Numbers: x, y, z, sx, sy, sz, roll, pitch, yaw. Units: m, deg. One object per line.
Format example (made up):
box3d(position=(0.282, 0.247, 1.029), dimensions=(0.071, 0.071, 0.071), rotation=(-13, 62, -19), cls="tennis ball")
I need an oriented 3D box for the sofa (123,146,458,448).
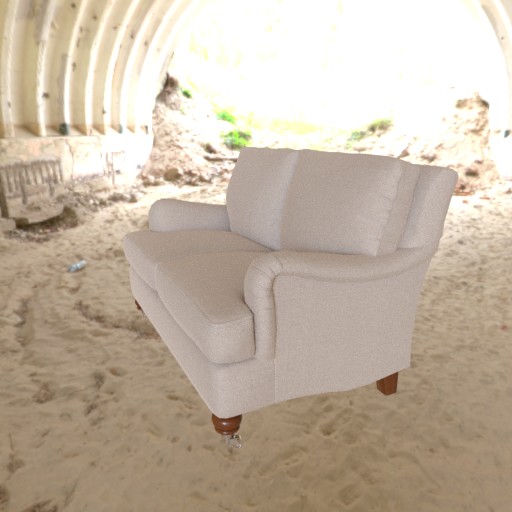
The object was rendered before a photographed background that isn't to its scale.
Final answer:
box3d(position=(0.000, 0.000, 2.243), dimensions=(1.087, 1.048, 1.508), rotation=(-8, 18, -26), cls="sofa")
